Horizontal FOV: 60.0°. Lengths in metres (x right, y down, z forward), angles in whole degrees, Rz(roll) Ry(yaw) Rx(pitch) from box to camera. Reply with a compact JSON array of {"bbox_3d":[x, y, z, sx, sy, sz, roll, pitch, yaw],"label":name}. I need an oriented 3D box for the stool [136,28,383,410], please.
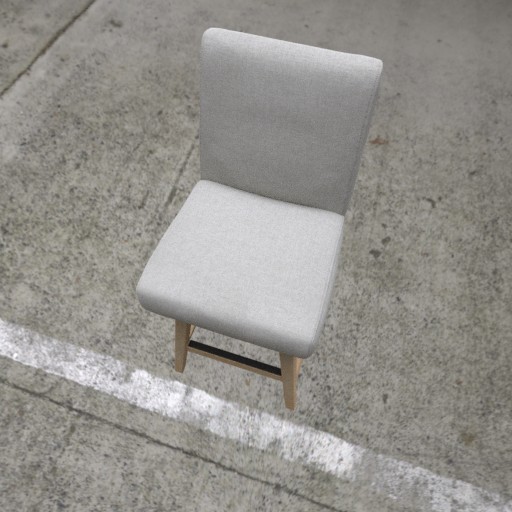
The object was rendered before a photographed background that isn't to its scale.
[{"bbox_3d":[0.000,0.000,1.379,0.507,1.085,0.606,16,59,10],"label":"stool"}]
